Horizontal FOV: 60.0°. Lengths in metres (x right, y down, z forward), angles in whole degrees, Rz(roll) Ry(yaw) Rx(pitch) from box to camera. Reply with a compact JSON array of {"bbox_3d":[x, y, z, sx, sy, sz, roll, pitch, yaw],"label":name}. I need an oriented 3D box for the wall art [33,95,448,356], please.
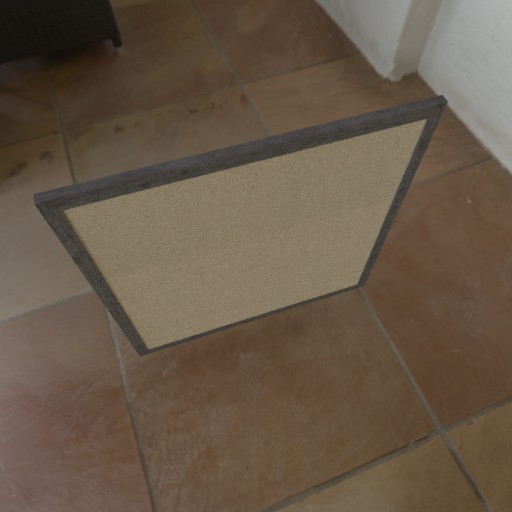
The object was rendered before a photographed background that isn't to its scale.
[{"bbox_3d":[0.000,0.000,0.665,0.457,0.457,0.013,-16,60,-10],"label":"wall art"}]
